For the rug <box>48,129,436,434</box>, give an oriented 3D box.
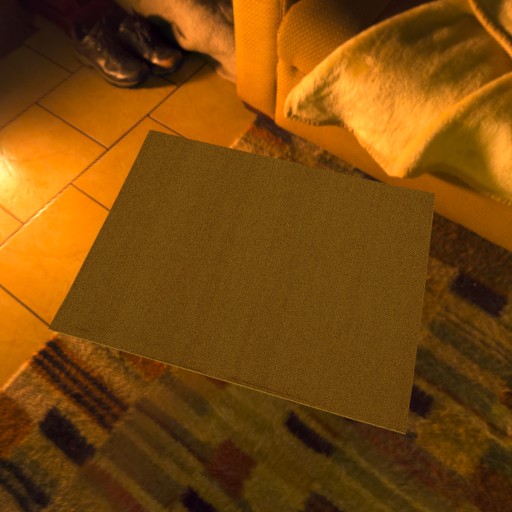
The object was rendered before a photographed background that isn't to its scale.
[{"bbox_3d":[0.000,0.000,4.275,3.202,0.045,2.434,14,64,7],"label":"rug"}]
